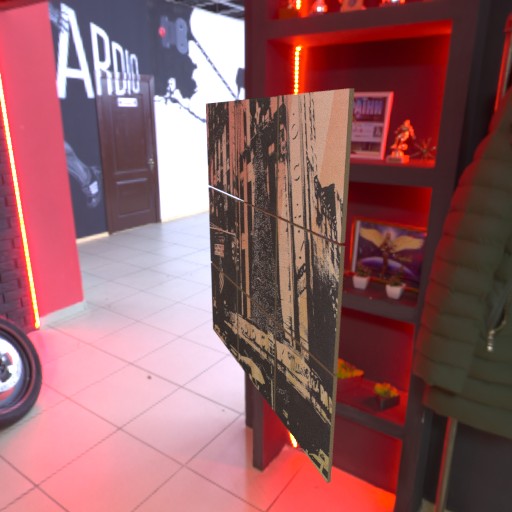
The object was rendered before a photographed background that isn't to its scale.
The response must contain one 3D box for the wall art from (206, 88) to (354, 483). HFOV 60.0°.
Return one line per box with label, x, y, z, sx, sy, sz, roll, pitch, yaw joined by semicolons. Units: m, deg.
wall art;0.000;0.000;2.269;0.017;1.521;1.527;-7;19;-22
